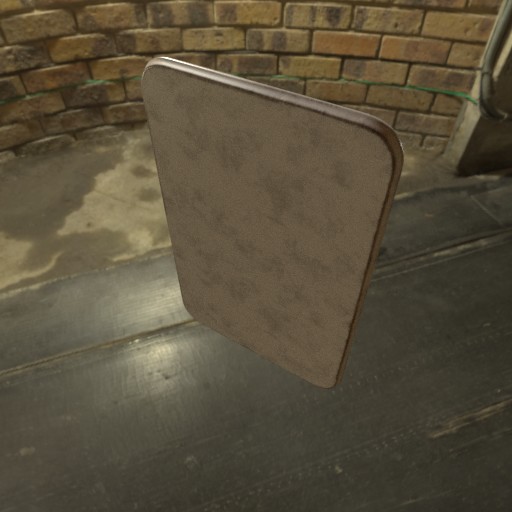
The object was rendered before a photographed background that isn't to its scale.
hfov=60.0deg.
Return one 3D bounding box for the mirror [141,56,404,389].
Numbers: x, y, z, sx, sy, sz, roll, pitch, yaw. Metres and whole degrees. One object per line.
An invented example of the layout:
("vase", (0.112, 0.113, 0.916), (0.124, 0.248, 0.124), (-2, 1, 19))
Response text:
("mirror", (0.000, 0.000, 0.894), (0.461, 0.713, 0.024), (24, 51, 21))
